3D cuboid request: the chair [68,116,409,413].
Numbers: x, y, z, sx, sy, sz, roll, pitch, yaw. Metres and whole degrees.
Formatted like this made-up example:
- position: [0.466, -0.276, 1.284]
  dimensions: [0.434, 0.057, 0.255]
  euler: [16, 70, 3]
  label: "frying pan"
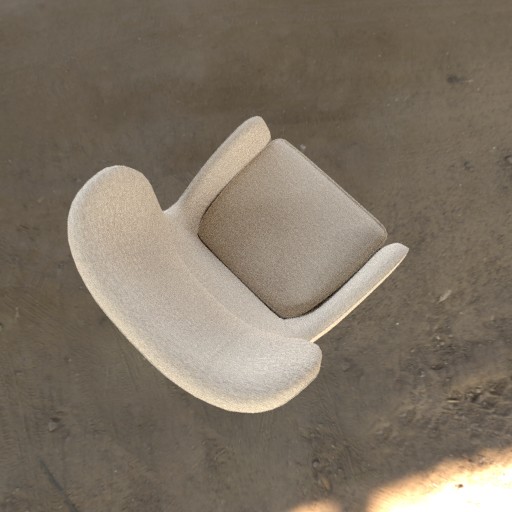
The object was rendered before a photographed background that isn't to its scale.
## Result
- position: [0.000, 0.000, 1.752]
  dimensions: [0.861, 1.064, 0.984]
  euler: [44, 80, 10]
  label: "chair"
